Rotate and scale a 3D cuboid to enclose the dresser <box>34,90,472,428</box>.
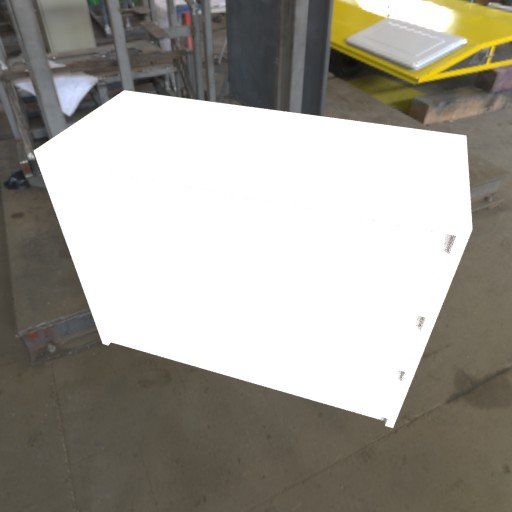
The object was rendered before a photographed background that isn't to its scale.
[{"bbox_3d":[0.000,0.000,1.485,1.100,0.820,0.460,12,42,14],"label":"dresser"}]
